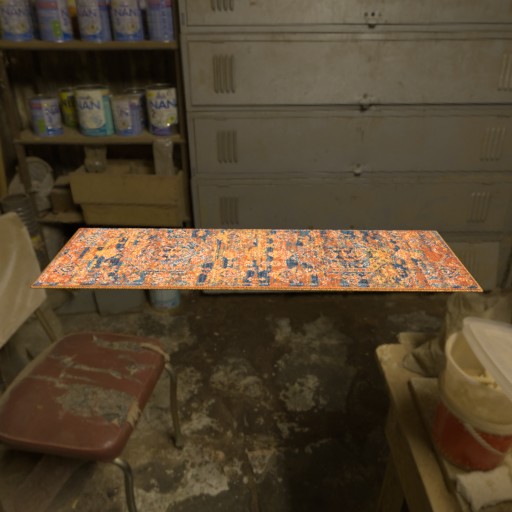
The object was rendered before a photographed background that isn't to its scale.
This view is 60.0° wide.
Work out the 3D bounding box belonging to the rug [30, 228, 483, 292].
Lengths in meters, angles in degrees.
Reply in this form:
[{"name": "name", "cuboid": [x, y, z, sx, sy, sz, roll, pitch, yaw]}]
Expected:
[{"name": "rug", "cuboid": [0.000, 0.000, 2.017, 1.820, 0.013, 0.556, 0, 29, 1]}]
